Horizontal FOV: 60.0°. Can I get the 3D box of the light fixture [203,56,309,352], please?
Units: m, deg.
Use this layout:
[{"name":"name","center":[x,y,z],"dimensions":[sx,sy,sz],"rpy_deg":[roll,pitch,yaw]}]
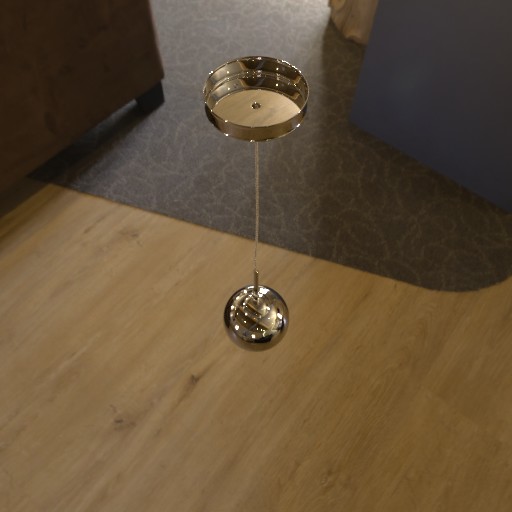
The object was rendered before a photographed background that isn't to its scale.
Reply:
[{"name":"light fixture","center":[0.000,0.000,1.700],"dimensions":[0.336,1.538,0.336],"rpy_deg":[-31,64,-17]}]
